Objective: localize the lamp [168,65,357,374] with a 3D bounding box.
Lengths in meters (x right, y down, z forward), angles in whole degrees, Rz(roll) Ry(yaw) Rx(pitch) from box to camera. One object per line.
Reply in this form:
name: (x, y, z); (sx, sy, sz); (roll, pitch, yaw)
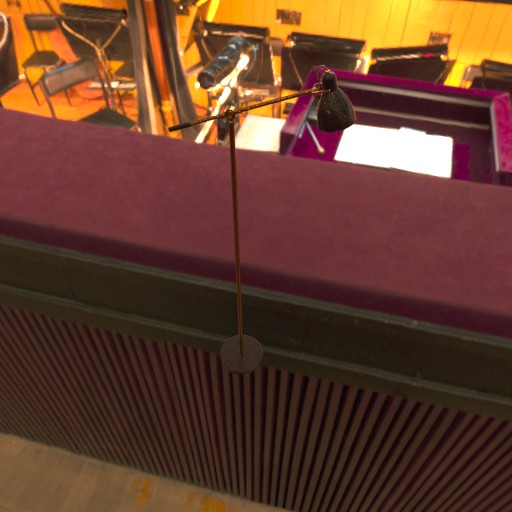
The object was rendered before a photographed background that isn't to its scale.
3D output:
lamp: (0.000, 0.000, 1.853); (0.618, 1.628, 0.235); (11, 47, 10)
